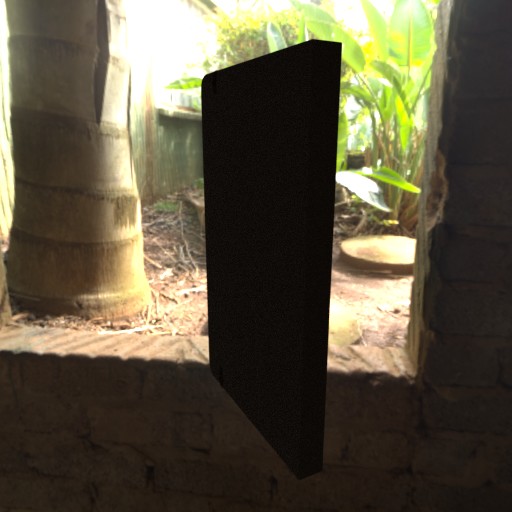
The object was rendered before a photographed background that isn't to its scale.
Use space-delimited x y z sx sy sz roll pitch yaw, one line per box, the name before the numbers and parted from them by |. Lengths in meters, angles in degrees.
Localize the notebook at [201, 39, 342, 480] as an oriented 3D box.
notebook | 0.000 0.000 0.263 0.016 0.213 0.127 -8 17 -26
